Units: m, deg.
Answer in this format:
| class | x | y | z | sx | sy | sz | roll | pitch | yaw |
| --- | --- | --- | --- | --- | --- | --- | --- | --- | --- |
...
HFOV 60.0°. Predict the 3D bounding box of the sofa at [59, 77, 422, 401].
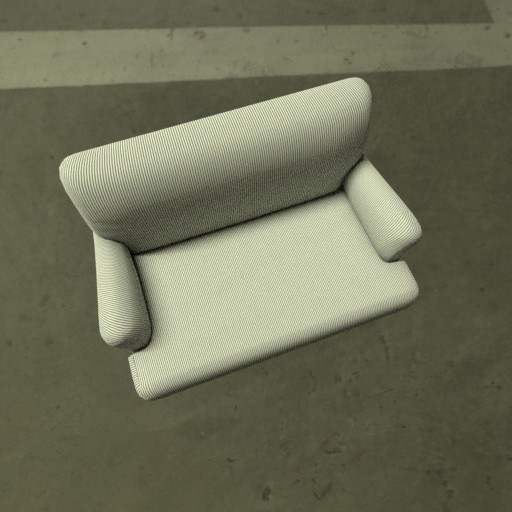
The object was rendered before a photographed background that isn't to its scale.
| class | x | y | z | sx | sy | sz | roll | pitch | yaw |
| --- | --- | --- | --- | --- | --- | --- | --- | --- | --- |
| sofa | 0.000 | 0.000 | 1.843 | 1.297 | 0.889 | 0.779 | -18 | 66 | -8 |
